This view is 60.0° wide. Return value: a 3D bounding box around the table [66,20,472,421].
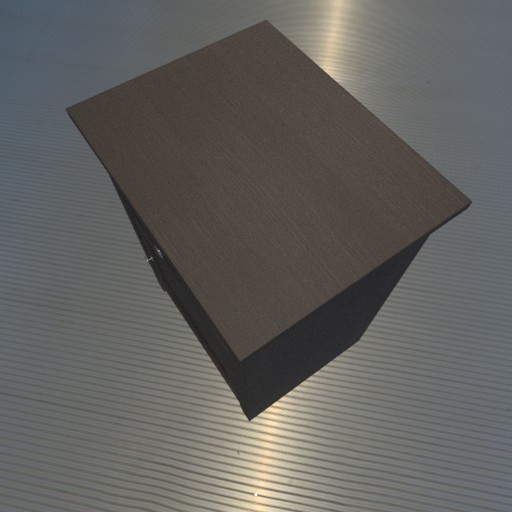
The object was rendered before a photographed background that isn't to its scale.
[{"bbox_3d":[0.000,0.000,0.921,0.381,0.635,0.480,-32,66,-16],"label":"table"}]
